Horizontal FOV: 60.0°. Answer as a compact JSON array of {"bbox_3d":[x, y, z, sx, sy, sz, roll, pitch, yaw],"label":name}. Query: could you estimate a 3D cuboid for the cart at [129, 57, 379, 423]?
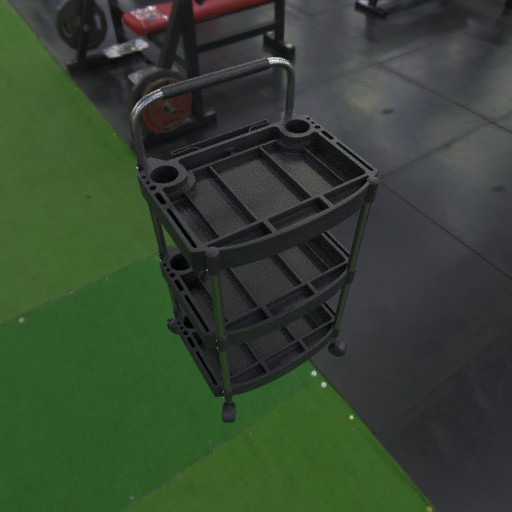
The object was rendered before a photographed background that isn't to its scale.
[{"bbox_3d":[0.000,0.000,1.452,0.584,1.075,0.518,-25,53,-20],"label":"cart"}]
